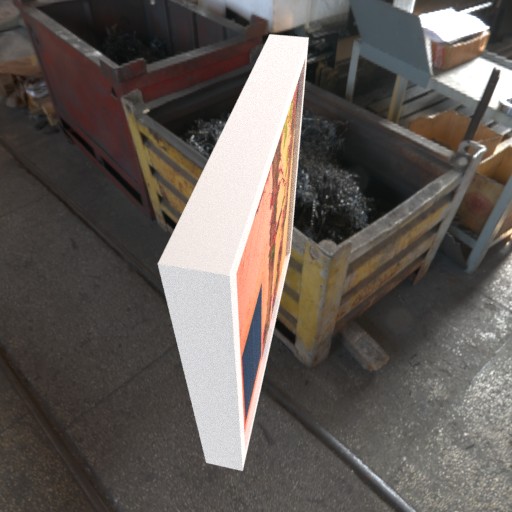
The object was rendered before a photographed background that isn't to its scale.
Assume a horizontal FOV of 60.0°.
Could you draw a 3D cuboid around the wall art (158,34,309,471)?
[{"bbox_3d":[0.000,0.000,0.436,0.038,0.302,0.305,9,48,8],"label":"wall art"}]
